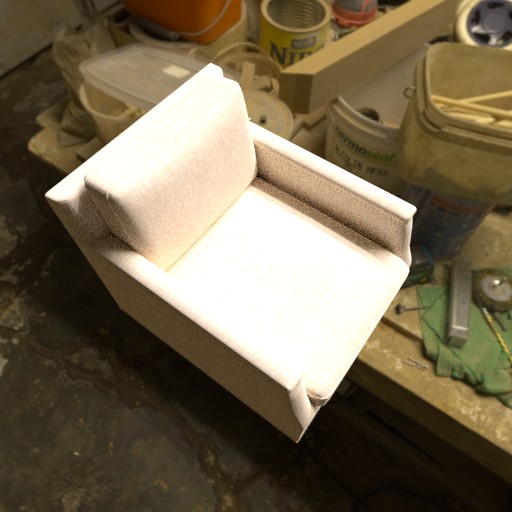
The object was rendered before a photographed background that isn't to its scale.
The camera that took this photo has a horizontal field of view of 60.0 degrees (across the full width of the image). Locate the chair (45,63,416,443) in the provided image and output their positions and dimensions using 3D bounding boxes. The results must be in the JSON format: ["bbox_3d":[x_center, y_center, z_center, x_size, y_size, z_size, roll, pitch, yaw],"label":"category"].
[{"bbox_3d":[0.000,0.000,1.744,1.041,0.940,0.838,32,64,18],"label":"chair"}]
